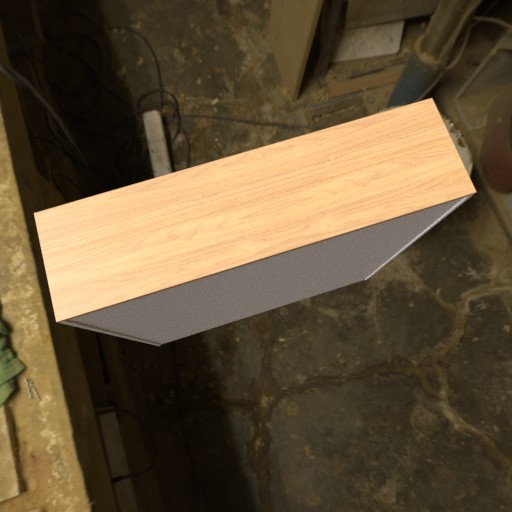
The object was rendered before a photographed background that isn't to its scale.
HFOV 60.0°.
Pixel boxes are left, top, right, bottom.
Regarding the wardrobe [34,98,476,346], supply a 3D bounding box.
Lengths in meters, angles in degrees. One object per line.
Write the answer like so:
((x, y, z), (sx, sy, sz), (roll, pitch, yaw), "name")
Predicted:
((0.000, 0.000, 3.331), (2.160, 2.260, 0.590), (-17, 76, -4), "wardrobe")
